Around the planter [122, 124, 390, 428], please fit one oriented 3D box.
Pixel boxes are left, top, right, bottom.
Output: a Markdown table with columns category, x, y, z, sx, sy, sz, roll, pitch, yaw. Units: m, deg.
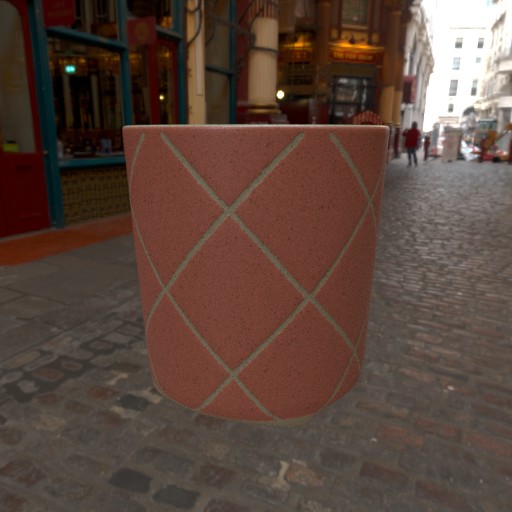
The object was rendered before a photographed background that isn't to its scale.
| category | x | y | z | sx | sy | sz | roll | pitch | yaw |
| --- | --- | --- | --- | --- | --- | --- | --- | --- | --- |
| planter | 0.000 | 0.000 | 0.355 | 0.191 | 0.200 | 0.191 | 0 | 16 | 0 |
